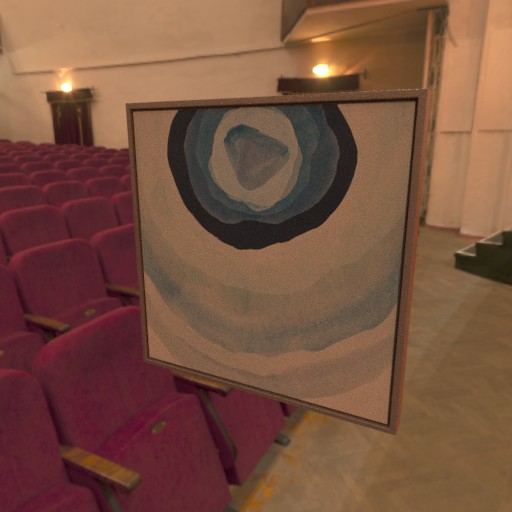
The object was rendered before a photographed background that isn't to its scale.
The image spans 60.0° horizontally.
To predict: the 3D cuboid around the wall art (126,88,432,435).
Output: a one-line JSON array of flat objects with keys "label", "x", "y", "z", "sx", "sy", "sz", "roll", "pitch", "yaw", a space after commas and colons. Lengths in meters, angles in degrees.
[{"label": "wall art", "x": 0.000, "y": 0.000, "z": 0.517, "sx": 0.349, "sy": 0.349, "sz": 0.028, "roll": 8, "pitch": 17, "yaw": 27}]
